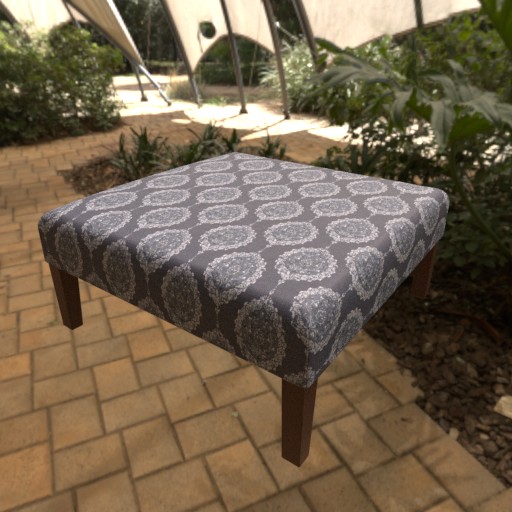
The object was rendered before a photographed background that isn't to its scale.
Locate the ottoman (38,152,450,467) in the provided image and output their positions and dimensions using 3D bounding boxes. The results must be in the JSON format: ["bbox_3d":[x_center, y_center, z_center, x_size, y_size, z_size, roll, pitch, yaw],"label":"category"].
[{"bbox_3d":[0.000,0.000,1.390,0.889,0.409,0.890,18,32,32],"label":"ottoman"}]
